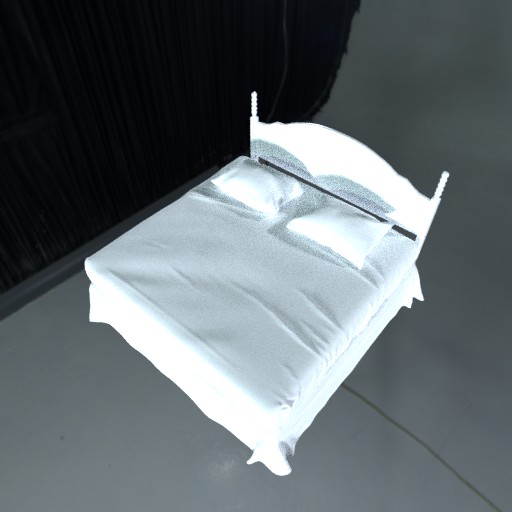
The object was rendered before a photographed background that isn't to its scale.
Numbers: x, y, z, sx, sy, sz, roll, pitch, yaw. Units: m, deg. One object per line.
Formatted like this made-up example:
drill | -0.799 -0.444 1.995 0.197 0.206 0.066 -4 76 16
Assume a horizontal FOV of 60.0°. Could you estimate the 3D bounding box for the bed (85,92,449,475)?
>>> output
bed | 0.000 0.000 3.608 2.322 1.355 2.219 32 55 26
